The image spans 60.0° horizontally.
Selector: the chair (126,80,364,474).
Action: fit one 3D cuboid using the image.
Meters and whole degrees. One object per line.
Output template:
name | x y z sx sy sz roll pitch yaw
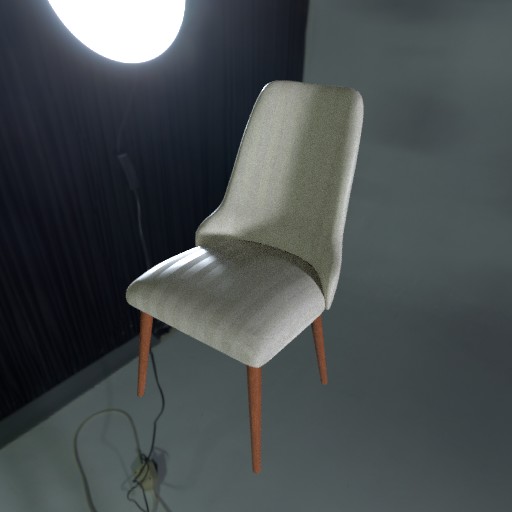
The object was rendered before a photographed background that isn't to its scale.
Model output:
chair | 0.000 0.000 1.364 0.526 0.917 0.684 20 36 30
